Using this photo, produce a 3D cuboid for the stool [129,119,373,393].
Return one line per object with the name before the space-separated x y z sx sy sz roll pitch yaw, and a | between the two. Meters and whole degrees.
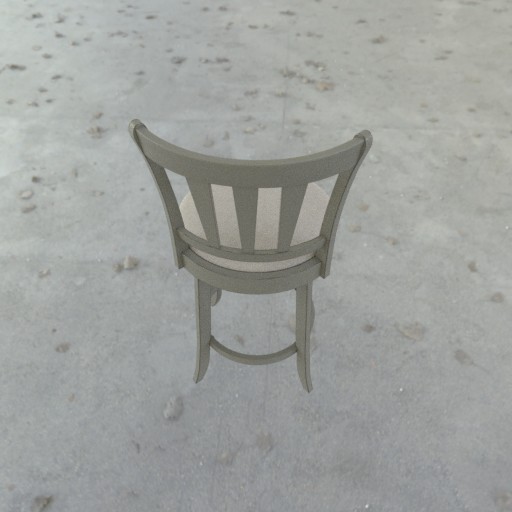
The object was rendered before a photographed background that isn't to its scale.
stool | 0.000 0.000 1.268 0.450 0.994 0.486 4 46 4
